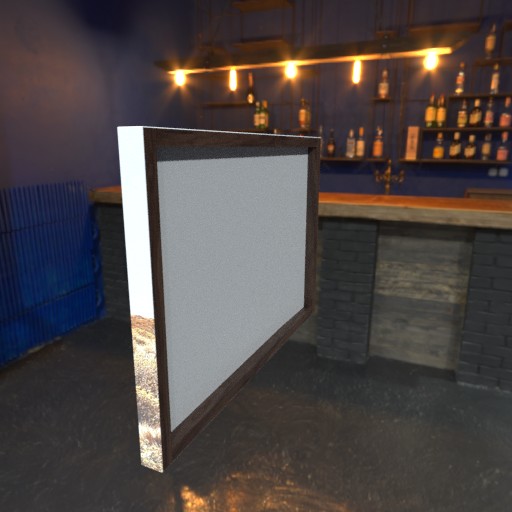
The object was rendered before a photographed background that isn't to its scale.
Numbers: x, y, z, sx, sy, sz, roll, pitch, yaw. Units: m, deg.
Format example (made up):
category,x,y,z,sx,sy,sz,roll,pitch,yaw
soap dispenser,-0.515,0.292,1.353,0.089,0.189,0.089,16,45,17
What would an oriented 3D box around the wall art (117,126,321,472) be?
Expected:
category,x,y,z,sx,sy,sz,roll,pitch,yaw
wall art,0.000,0.000,1.151,0.050,0.610,0.914,6,15,24
